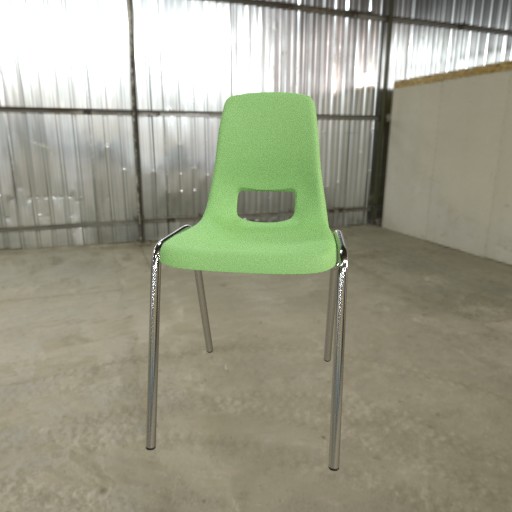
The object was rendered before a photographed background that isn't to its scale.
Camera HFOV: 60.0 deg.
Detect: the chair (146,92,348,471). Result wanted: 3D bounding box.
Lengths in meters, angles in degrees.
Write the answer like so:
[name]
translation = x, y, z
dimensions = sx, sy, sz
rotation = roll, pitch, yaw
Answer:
[chair]
translation = 0.000, 0.000, 0.963
dimensions = 0.381, 0.704, 0.436
rotation = 2, 16, 9
